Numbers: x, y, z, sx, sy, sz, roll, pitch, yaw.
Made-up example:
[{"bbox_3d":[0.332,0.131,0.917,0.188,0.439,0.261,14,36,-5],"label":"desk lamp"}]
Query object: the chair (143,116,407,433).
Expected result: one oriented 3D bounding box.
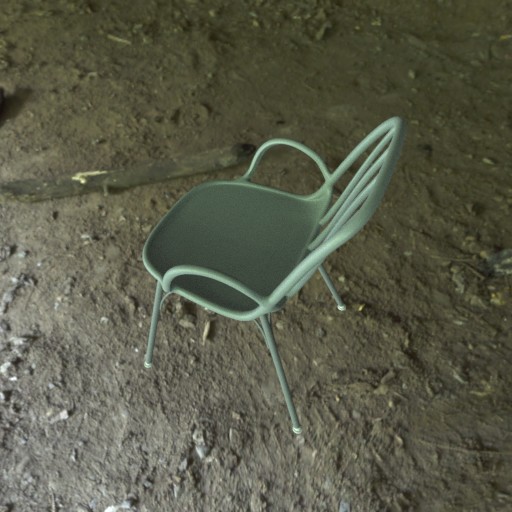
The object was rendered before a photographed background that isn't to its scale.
[{"bbox_3d":[0.000,0.000,1.225,0.597,0.816,0.549,17,49,16],"label":"chair"}]
